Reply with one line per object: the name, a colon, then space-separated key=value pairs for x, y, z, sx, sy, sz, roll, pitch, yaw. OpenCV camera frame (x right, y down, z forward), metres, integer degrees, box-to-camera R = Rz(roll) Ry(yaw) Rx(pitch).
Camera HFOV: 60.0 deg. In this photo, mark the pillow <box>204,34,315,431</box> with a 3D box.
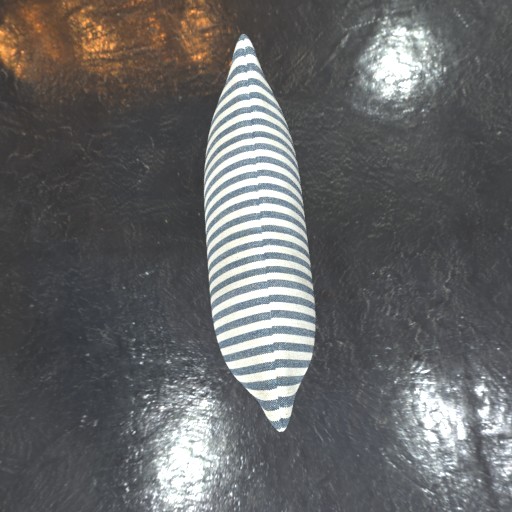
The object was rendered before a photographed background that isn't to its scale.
pillow: x=0.000 y=0.000 z=0.793 sx=0.166 sy=0.510 sz=0.523 roll=-5 pitch=76 yaw=-1
